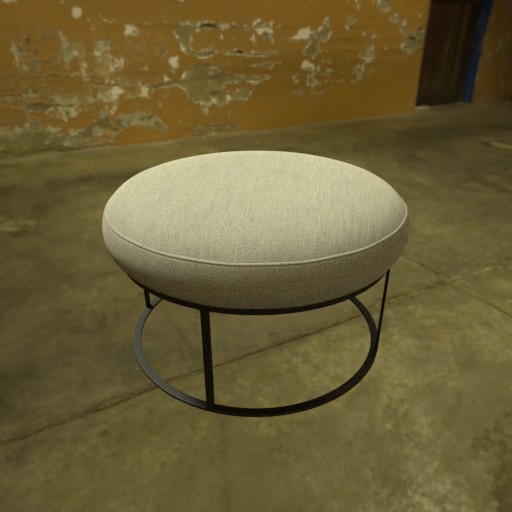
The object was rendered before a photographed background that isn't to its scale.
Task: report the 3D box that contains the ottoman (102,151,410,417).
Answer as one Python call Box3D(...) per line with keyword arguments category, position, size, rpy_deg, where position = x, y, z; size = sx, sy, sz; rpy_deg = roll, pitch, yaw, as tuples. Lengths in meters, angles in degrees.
Box3D(category="ottoman", position=(0.000, 0.000, 1.216), size=(0.769, 0.459, 0.769), rpy_deg=(0, 27, 0))
